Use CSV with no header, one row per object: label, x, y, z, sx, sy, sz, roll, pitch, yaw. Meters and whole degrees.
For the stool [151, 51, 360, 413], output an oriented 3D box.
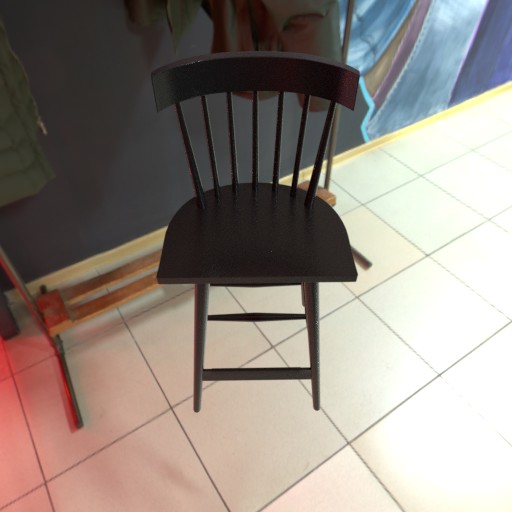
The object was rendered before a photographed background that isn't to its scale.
stool,0.000,0.000,1.327,0.482,1.092,0.483,-1,47,-1
